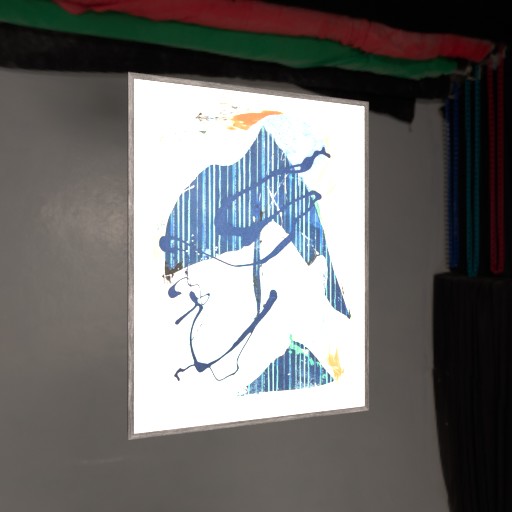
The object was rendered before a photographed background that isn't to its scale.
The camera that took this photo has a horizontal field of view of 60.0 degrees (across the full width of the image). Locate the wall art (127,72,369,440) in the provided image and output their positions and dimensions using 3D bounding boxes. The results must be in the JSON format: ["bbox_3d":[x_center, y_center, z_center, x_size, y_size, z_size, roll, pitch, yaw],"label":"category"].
[{"bbox_3d":[0.000,0.000,1.372,0.762,1.016,0.063,0,0,-18],"label":"wall art"}]
